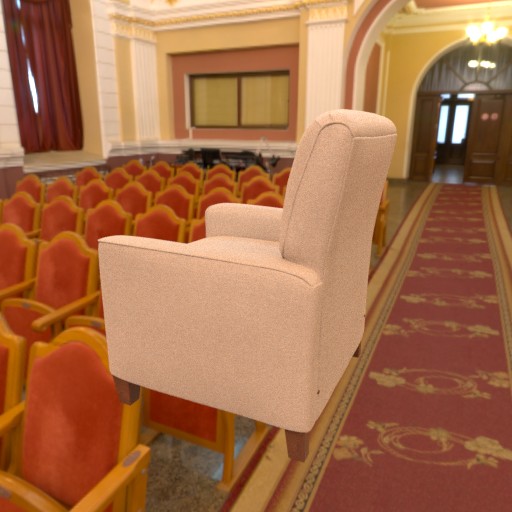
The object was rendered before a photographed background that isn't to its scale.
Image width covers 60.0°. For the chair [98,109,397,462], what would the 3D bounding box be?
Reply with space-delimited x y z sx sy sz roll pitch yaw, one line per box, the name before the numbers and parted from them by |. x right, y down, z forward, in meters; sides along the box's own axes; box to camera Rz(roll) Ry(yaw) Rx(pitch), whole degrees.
chair | 0.000 0.000 1.661 0.858 1.023 0.841 8 18 24
